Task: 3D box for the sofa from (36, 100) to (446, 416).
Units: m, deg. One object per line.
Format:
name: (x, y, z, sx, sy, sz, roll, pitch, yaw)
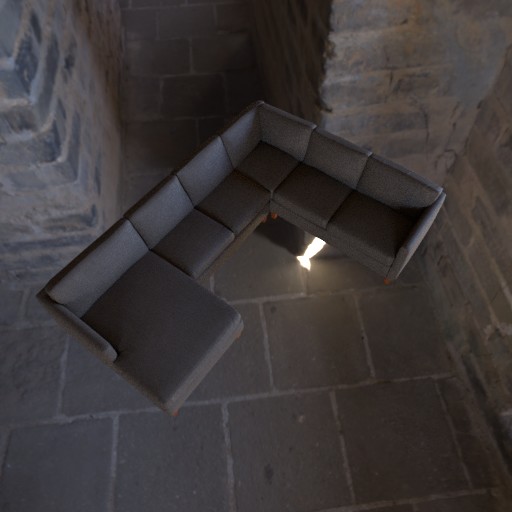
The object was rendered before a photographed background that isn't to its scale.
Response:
sofa: (0.000, 0.000, 4.619, 2.594, 0.961, 3.460, 32, 63, 19)
